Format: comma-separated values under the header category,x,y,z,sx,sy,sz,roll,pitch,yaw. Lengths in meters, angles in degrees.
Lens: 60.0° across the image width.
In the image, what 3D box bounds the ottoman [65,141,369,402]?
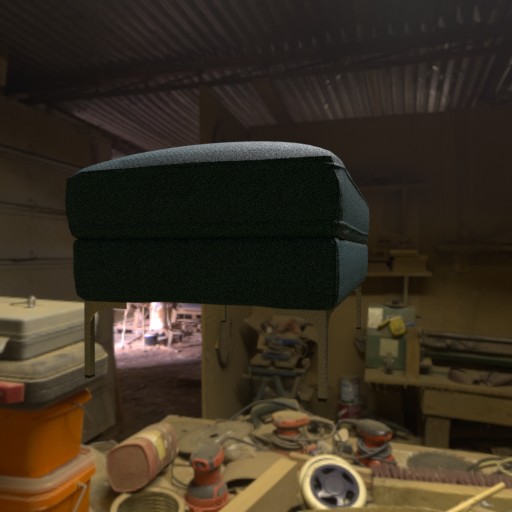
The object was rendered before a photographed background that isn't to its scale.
category,x,y,z,sx,sy,sz,roll,pitch,yaw
ottoman,0.000,0.000,1.210,0.563,0.498,0.856,0,1,17
